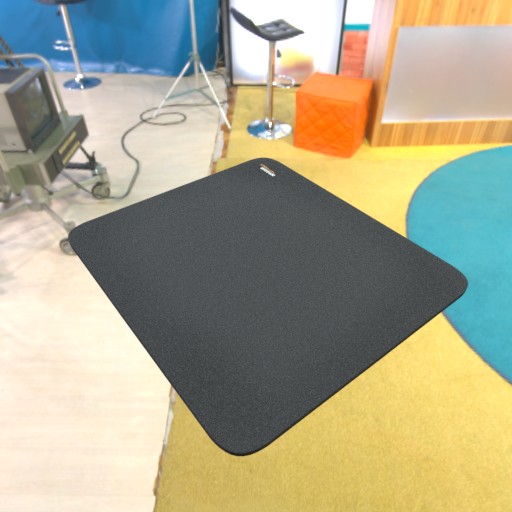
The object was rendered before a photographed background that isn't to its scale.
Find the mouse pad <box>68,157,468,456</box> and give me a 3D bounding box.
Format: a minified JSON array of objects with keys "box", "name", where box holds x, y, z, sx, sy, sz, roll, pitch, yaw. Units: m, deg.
[{"box":[0.000,0.000,0.321,0.203,0.003,0.229,-27,47,-28],"name":"mouse pad"}]
